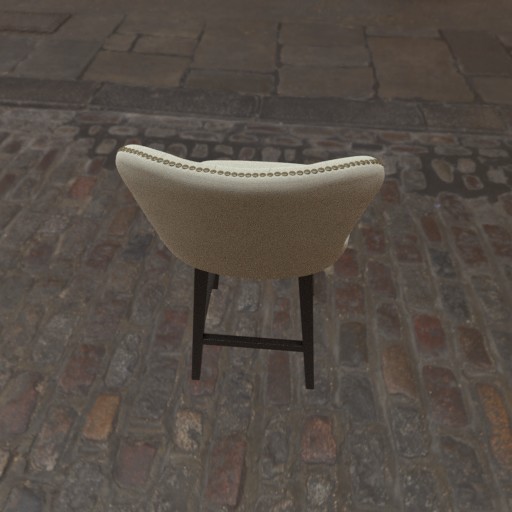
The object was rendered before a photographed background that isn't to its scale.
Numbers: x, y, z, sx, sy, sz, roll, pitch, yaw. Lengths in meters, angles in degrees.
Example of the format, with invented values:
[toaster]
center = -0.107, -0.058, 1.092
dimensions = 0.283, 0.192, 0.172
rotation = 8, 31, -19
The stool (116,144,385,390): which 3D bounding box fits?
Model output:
[stool]
center = 0.000, 0.000, 1.295
dimensions = 0.528, 0.971, 0.593
rotation = 4, 46, 4
